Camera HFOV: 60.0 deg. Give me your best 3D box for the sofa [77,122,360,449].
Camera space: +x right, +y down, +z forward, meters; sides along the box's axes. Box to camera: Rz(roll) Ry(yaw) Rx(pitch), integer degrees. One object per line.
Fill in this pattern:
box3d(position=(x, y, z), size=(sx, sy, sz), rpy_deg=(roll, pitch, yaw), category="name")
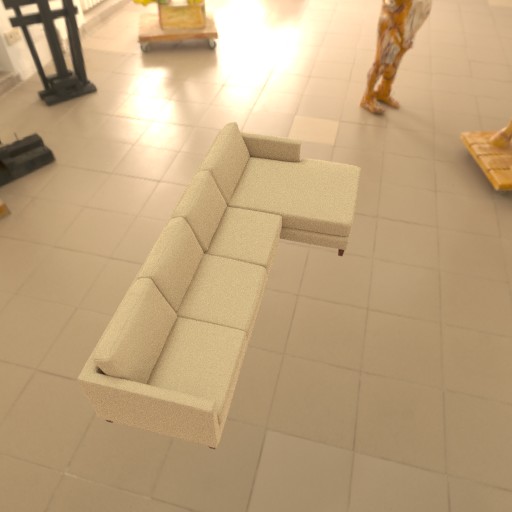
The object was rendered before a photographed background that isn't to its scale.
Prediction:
box3d(position=(0.000, 0.000, 3.970), size=(1.625, 0.861, 3.186), rpy_deg=(10, 48, 10), category="sofa")
